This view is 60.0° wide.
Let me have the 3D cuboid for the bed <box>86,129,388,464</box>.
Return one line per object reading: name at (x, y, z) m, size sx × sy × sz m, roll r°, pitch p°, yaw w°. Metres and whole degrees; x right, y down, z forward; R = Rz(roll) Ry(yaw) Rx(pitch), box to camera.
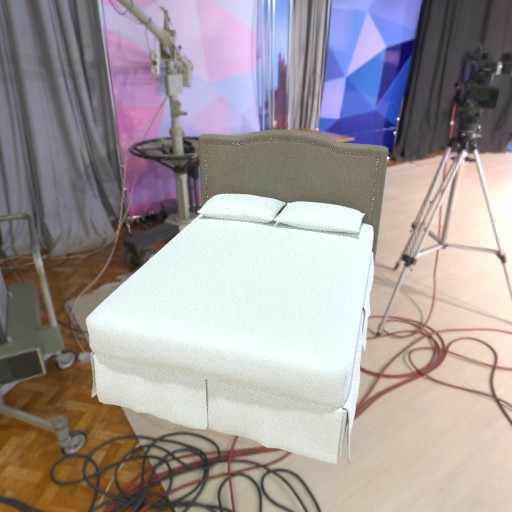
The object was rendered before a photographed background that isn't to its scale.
bed at (0.000, 0.000, 3.292) m, size 1.744 × 1.441 × 2.128 m, roll 8°, pitch 28°, yaw 15°
